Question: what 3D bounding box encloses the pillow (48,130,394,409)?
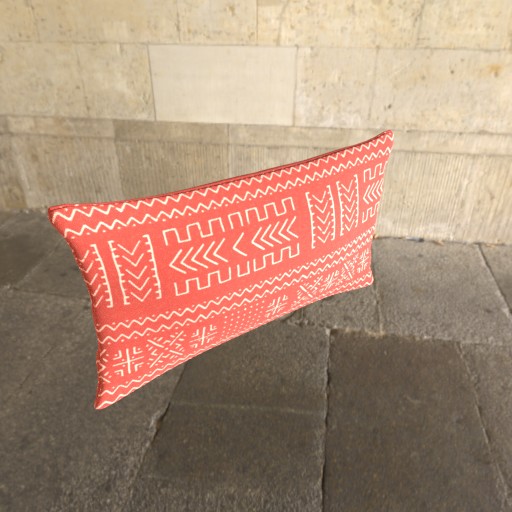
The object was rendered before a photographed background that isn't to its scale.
[{"bbox_3d":[0.000,0.000,0.784,0.640,0.352,0.130,-20,36,-29],"label":"pillow"}]
